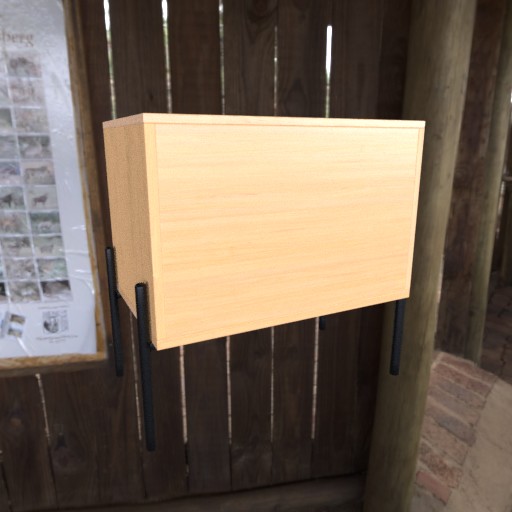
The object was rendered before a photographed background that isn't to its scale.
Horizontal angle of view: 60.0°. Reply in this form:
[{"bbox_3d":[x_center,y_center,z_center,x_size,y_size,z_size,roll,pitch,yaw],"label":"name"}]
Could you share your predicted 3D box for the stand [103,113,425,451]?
[{"bbox_3d":[0.000,0.000,1.034,0.630,0.600,0.400,-7,16,-26],"label":"stand"}]
